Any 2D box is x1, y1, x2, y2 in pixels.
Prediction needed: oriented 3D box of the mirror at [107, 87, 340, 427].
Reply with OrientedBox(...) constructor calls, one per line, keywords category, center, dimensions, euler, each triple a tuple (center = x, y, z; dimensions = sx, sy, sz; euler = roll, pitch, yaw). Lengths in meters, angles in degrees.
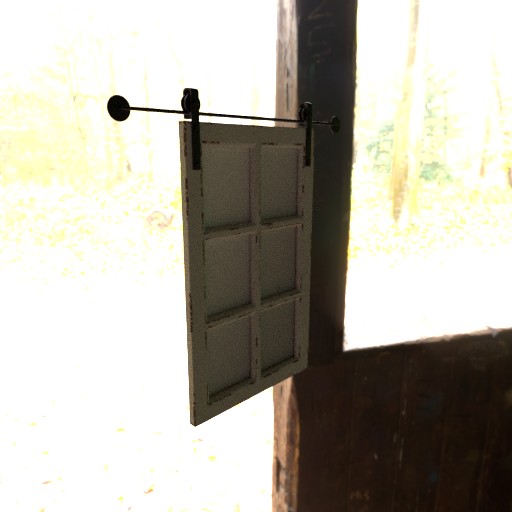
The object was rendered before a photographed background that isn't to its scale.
OrientedBox(category="mirror", center=(0.000, 0.000, 1.234), dimensions=(0.808, 0.844, 0.037), euler=(-13, 18, -44))
